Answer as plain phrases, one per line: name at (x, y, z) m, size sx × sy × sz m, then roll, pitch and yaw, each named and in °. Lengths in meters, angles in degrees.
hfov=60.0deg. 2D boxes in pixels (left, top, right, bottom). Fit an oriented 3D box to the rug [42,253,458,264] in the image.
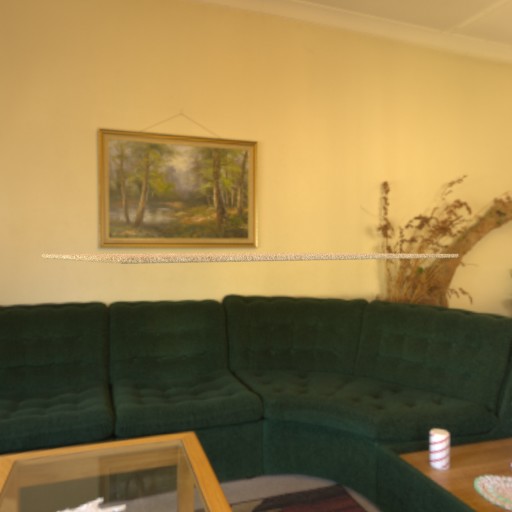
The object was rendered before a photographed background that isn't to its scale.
rug at (0.000, 0.000, 2.960) m, size 2.346 × 0.025 × 1.500 m, roll -1°, pitch 1°, yaw -36°
